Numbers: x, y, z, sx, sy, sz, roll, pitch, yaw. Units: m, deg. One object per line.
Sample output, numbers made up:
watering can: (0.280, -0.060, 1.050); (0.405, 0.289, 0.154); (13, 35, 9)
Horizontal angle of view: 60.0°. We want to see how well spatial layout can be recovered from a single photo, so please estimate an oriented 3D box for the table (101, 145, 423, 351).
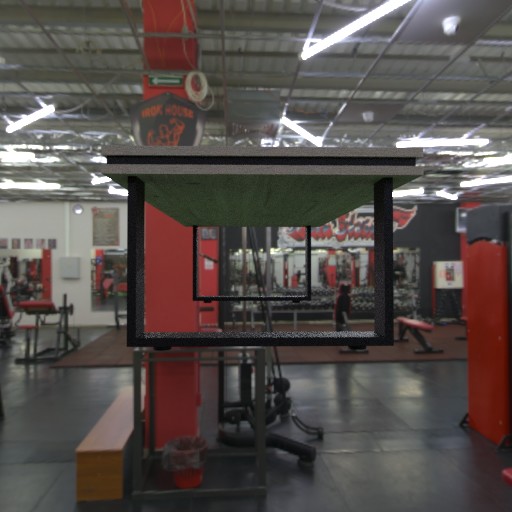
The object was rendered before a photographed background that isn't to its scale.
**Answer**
table: (0.000, 0.000, 1.633); (0.700, 0.450, 1.350); (0, -1, -1)
